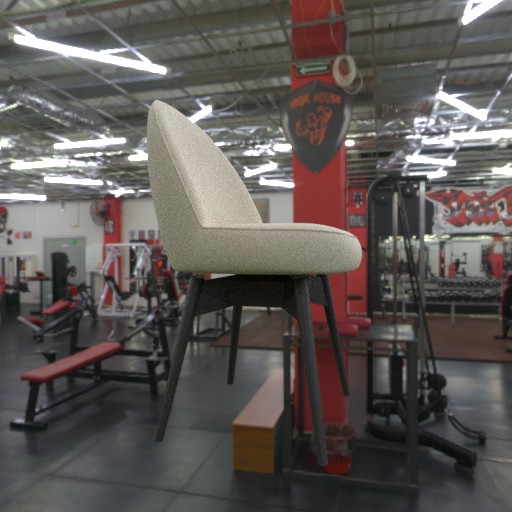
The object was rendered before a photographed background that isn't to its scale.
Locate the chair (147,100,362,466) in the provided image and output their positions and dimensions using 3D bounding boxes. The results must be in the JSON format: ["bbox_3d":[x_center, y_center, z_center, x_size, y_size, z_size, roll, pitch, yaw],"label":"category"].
[{"bbox_3d":[0.000,0.000,1.177,0.540,0.838,0.532,0,0,17],"label":"chair"}]
